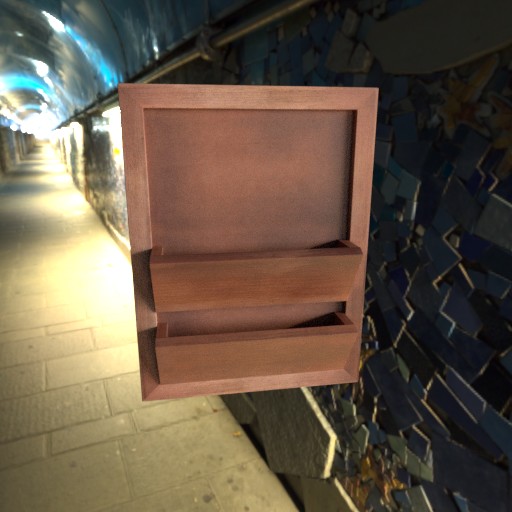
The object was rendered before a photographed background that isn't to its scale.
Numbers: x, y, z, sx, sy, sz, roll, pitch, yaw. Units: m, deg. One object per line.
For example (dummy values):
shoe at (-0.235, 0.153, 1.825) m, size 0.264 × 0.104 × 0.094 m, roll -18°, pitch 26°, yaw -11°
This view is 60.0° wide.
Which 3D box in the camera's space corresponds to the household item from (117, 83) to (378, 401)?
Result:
household item at (0.000, 0.000, 0.560) m, size 0.310 × 0.407 × 0.067 m, roll -2°, pitch 16°, yaw -9°
